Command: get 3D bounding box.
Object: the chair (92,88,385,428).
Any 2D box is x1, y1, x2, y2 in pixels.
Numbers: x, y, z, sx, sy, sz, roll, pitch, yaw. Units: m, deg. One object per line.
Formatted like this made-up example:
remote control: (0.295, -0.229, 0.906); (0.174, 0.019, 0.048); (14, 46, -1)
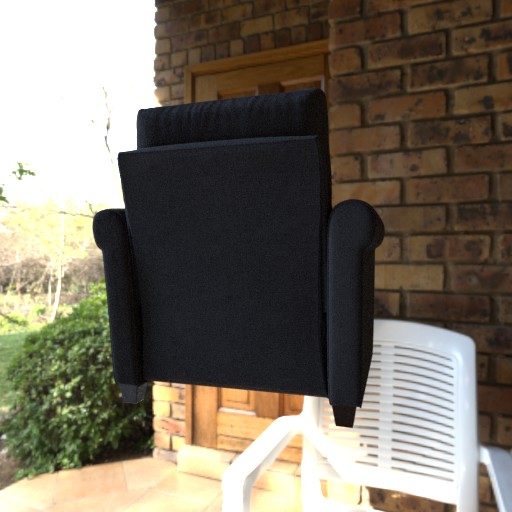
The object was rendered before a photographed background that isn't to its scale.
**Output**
chair: (0.000, 0.000, 1.580); (0.867, 0.942, 0.828); (0, 0, 17)
